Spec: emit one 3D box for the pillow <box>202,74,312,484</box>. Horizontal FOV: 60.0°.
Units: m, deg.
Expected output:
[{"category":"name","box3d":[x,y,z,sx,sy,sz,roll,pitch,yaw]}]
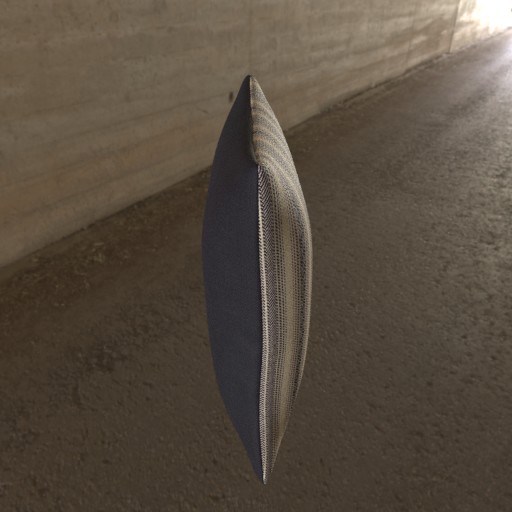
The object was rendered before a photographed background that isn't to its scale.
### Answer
[{"category":"pillow","box3d":[0.000,0.000,0.765,0.166,0.508,0.520,-1,31,-1]}]
